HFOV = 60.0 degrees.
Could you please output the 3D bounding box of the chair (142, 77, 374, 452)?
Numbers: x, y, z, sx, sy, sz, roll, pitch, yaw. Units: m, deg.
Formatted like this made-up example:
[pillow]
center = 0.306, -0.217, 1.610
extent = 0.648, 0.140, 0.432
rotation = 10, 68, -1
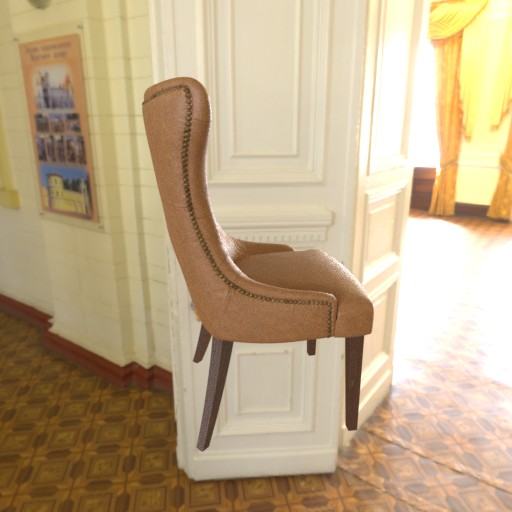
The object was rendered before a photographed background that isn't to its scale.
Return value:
[chair]
center = 0.000, 0.000, 1.476
extent = 0.669, 1.065, 0.611
rotation = -3, 18, -9
